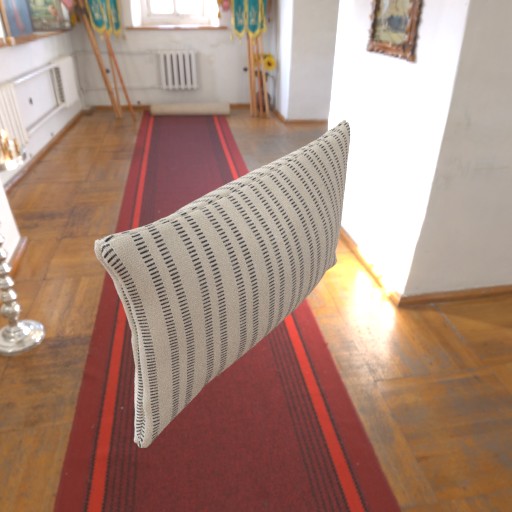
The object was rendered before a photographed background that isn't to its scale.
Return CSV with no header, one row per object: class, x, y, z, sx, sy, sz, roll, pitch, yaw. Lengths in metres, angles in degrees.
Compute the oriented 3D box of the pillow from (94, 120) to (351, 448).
pillow,0.000,0.000,0.796,0.210,0.353,0.640,20,37,29
